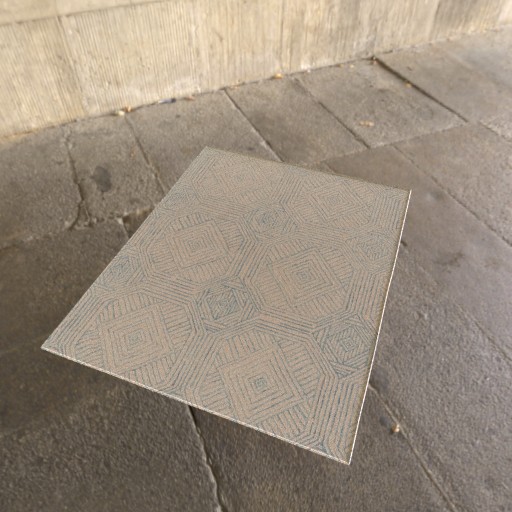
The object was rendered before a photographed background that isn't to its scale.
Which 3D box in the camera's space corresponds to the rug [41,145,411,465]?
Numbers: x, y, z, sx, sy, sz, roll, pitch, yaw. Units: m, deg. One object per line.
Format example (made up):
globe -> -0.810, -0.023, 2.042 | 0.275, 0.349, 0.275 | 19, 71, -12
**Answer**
rug -> 0.000, 0.000, 4.143 | 2.457, 0.015, 3.049 | 15, 49, 14
